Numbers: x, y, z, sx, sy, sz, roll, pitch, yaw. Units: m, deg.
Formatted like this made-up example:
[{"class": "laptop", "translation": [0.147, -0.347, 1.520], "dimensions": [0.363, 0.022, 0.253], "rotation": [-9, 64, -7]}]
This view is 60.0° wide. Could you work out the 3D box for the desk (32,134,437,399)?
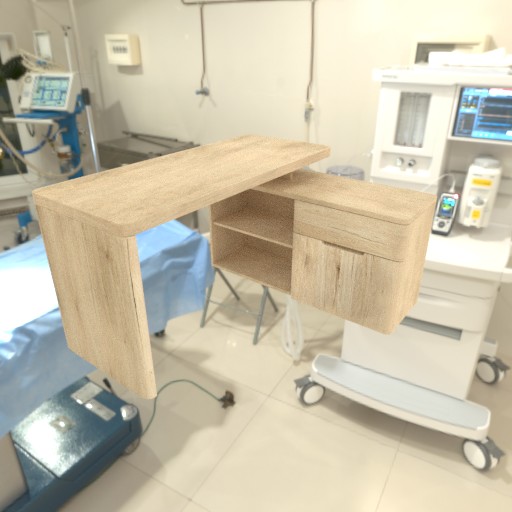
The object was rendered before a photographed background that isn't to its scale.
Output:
[{"class": "desk", "translation": [0.000, 0.000, 2.078], "dimensions": [1.175, 0.770, 1.400], "rotation": [19, 32, 33]}]
